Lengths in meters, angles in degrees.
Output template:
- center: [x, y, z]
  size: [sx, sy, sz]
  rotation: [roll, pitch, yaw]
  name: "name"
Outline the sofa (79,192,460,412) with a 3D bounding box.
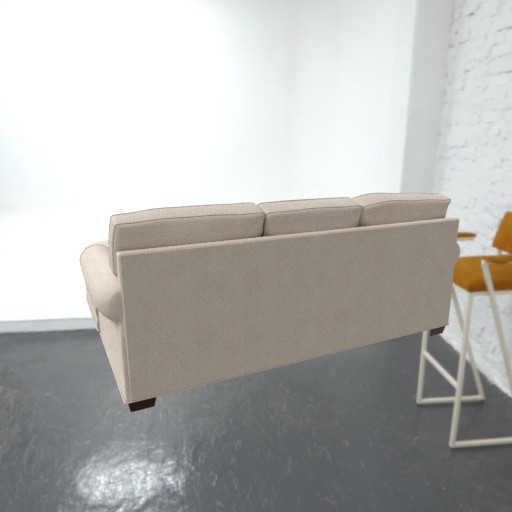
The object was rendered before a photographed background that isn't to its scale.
- center: [0.000, 0.000, 2.396]
  size: [1.770, 0.734, 1.226]
  rotation: [-7, 16, -25]
  name: "sofa"
